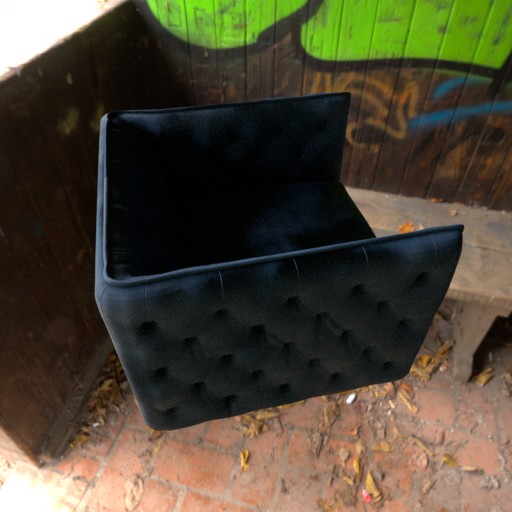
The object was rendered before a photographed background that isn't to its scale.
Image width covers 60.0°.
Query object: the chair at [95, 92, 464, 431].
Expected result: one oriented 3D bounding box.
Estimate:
[{"bbox_3d":[0.000,0.000,1.507,0.877,0.771,0.868,-9,46,-9],"label":"chair"}]
